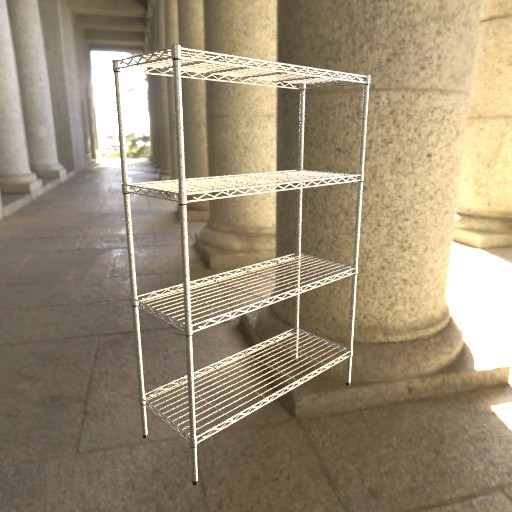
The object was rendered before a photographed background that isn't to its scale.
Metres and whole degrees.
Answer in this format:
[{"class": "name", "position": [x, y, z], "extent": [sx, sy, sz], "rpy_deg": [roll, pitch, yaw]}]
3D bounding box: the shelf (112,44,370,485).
[{"class": "shelf", "position": [0.000, 0.000, 1.726], "extent": [0.907, 1.360, 0.352], "rpy_deg": [-14, 21, -42]}]
